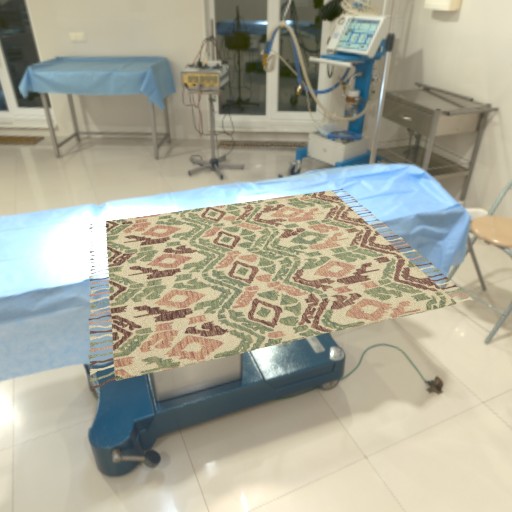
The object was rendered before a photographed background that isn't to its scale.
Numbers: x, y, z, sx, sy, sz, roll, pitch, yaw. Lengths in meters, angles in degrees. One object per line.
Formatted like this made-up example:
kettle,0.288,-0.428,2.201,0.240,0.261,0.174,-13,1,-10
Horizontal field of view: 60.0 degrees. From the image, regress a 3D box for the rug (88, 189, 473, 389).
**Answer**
rug,0.000,0.000,4.230,3.048,0.010,2.438,-10,34,-15
